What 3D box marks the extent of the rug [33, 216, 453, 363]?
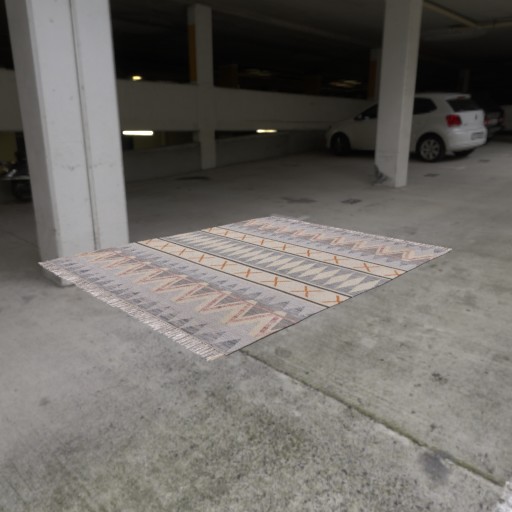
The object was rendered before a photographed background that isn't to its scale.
[{"bbox_3d":[0.000,0.000,3.976,2.371,0.012,3.000,16,22,43],"label":"rug"}]
